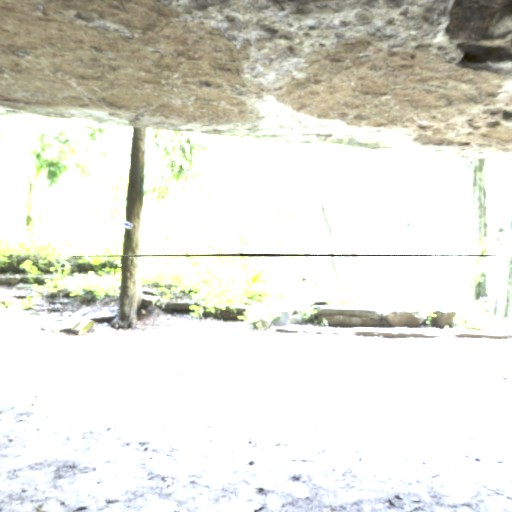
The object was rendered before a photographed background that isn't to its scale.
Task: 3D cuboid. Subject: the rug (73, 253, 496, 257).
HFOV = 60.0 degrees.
[{"bbox_3d":[0.000,0.000,3.954,2.387,0.013,3.053,0,0,-36],"label":"rug"}]
